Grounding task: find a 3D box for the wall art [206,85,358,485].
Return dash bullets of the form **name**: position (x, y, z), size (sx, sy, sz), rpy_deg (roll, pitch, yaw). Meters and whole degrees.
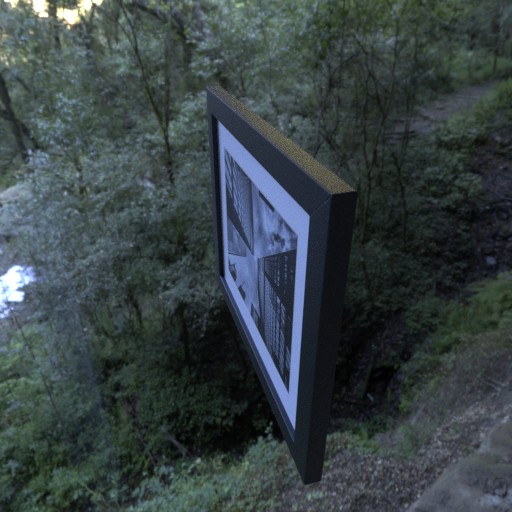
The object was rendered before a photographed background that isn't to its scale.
- **wall art**: position (0.000, 0.000, 0.757), size (0.031, 0.457, 0.558), rpy_deg (-9, 32, -15)
